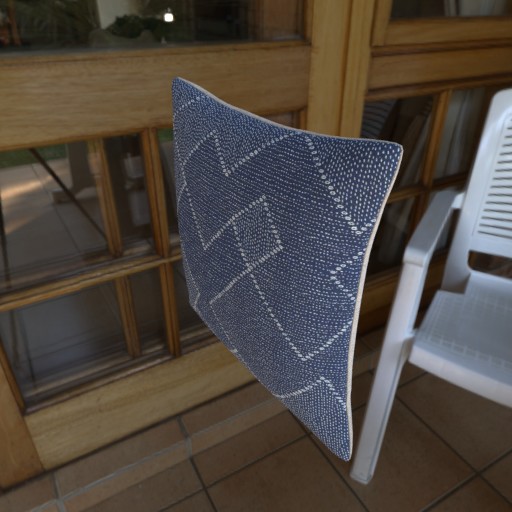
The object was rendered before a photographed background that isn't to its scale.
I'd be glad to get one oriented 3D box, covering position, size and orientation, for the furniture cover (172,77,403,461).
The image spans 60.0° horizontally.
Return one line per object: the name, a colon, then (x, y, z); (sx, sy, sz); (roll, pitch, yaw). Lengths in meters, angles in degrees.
furniture cover: (0.000, 0.000, 0.747); (0.162, 0.503, 0.511); (-20, 36, -30)
